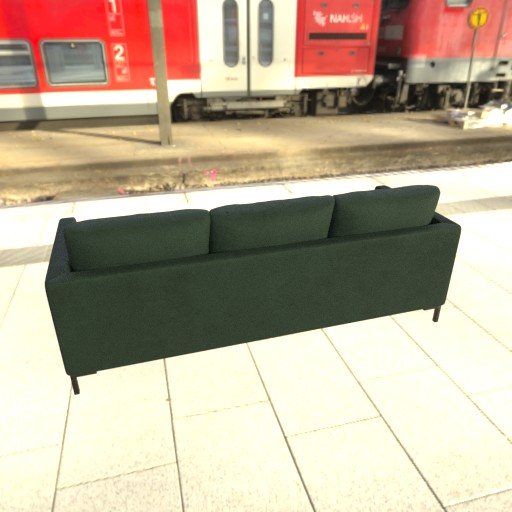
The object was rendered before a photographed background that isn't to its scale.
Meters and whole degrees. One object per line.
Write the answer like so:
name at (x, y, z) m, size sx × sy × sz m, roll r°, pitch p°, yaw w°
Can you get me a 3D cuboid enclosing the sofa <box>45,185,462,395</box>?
sofa at (0.000, 0.000, 2.693) m, size 2.218 × 0.870 × 0.859 m, roll -8°, pitch 28°, yaw -15°
